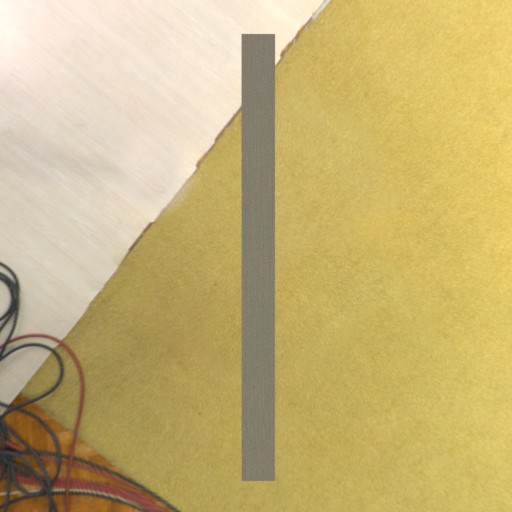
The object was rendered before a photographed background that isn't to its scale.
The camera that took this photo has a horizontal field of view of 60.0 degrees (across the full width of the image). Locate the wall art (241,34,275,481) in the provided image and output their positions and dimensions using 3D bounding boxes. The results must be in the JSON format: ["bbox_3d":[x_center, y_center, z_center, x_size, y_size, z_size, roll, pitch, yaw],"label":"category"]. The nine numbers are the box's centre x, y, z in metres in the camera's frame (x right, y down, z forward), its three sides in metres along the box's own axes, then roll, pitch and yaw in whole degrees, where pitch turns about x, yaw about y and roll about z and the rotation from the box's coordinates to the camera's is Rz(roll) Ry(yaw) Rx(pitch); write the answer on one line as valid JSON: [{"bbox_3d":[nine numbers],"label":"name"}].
[{"bbox_3d":[0.000,0.000,0.757,0.038,0.506,0.508,0,91,-1],"label":"wall art"}]
